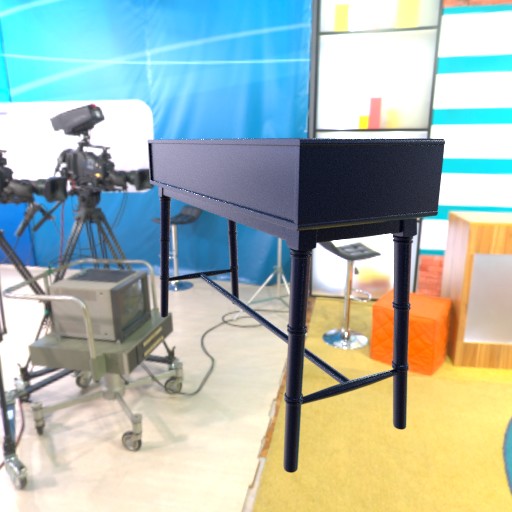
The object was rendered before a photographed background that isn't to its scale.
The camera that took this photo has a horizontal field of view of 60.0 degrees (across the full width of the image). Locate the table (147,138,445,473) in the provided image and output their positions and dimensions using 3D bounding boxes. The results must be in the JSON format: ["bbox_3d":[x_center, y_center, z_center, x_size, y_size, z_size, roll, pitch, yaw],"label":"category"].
[{"bbox_3d":[0.000,0.000,1.469,0.399,0.749,1.118,-7,16,-26],"label":"table"}]
